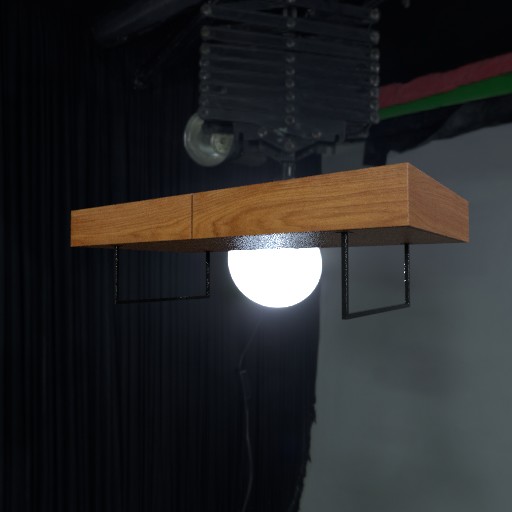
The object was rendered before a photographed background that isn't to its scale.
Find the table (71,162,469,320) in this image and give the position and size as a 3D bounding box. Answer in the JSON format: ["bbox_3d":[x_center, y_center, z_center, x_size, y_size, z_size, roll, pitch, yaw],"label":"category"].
[{"bbox_3d":[0.000,0.000,1.480,1.194,0.330,0.610,-2,-3,36],"label":"table"}]
